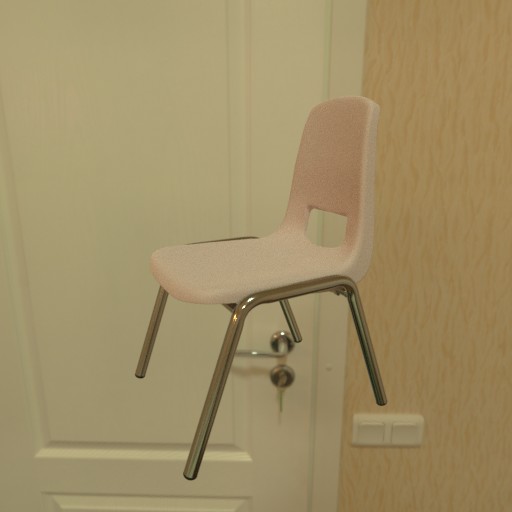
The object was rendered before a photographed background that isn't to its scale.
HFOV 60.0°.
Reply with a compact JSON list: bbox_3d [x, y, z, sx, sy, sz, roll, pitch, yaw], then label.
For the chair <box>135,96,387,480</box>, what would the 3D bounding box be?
[{"bbox_3d":[0.000,0.000,0.844,0.423,0.586,0.354,-8,17,-26],"label":"chair"}]
